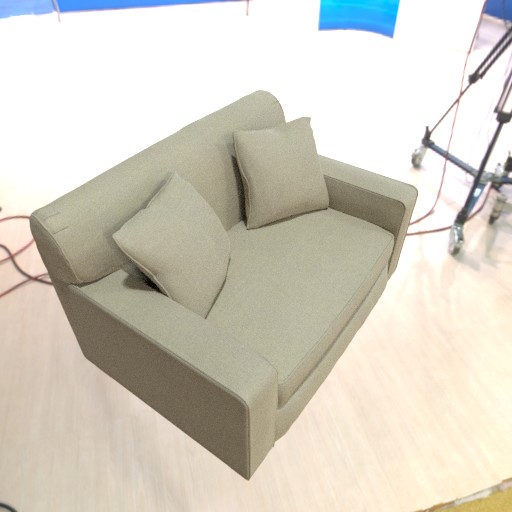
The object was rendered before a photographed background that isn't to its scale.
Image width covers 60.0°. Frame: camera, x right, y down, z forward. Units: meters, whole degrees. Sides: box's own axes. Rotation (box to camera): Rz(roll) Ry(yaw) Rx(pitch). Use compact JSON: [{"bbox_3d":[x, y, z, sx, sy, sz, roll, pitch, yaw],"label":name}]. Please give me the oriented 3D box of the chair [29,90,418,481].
[{"bbox_3d":[0.000,0.000,1.989,1.000,0.948,1.383,26,48,26],"label":"chair"}]
